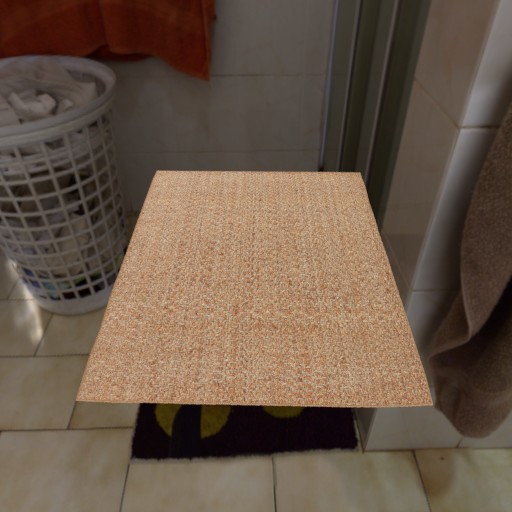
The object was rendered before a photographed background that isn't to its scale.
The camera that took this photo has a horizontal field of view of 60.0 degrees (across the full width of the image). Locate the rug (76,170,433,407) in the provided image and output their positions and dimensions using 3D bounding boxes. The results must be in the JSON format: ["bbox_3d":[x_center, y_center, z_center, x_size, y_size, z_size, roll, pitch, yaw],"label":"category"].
[{"bbox_3d":[0.000,0.000,4.109,2.439,0.013,3.048,1,41,1],"label":"rug"}]
